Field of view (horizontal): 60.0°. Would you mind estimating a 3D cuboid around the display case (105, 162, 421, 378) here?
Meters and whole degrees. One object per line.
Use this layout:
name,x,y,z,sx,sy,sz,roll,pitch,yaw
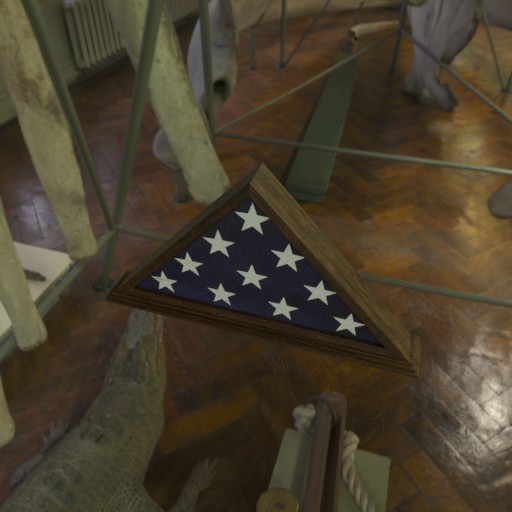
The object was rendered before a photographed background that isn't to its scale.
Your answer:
display case,0.000,0.000,0.791,0.640,0.340,0.095,12,42,13
